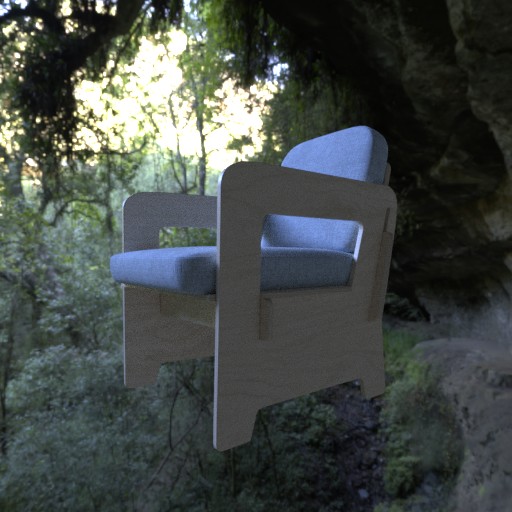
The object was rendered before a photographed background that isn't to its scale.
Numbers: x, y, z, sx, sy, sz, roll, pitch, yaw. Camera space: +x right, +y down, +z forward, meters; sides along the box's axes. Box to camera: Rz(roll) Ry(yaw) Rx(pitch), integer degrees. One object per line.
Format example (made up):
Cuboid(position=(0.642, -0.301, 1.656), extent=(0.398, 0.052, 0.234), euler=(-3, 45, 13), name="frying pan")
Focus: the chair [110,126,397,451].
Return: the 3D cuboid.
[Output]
Cuboid(position=(0.000, 0.000, 1.289), extent=(0.710, 0.800, 0.590), euler=(0, 0, -36), name="chair")
